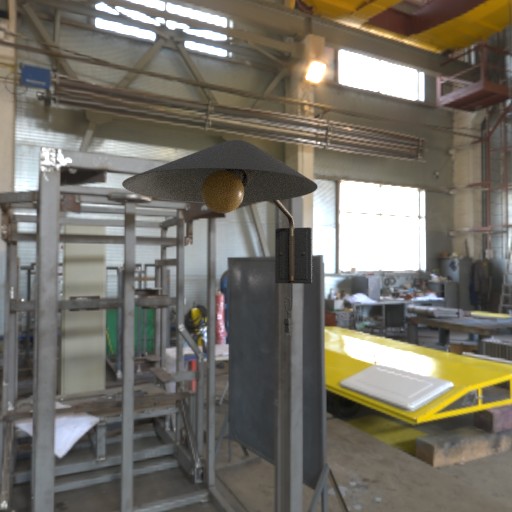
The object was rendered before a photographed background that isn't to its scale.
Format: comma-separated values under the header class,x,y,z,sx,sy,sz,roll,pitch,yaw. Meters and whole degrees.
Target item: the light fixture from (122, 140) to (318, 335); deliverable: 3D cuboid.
class,x,y,z,sx,sy,sz,roll,pitch,yaw
light fixture,0.000,0.000,0.687,0.240,0.312,0.516,0,-1,18
